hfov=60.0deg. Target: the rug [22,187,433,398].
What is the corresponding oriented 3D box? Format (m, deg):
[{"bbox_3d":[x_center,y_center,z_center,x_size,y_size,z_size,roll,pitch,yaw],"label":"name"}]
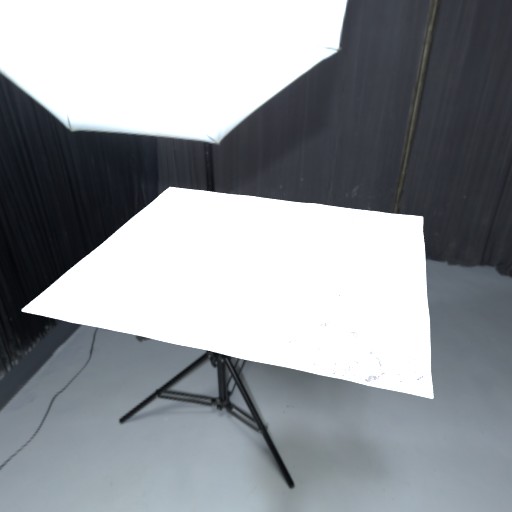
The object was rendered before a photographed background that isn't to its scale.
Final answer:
[{"bbox_3d":[0.000,0.000,0.870,0.639,0.006,0.548,9,32,14],"label":"rug"}]
